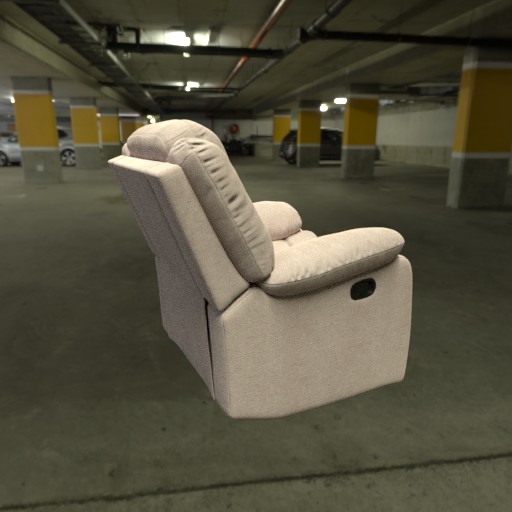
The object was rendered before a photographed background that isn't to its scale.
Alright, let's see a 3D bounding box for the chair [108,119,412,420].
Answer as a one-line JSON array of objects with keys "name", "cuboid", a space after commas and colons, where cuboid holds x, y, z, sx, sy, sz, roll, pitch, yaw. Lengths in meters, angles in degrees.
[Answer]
[{"name": "chair", "cuboid": [0.000, 0.000, 1.735, 0.944, 1.008, 0.899, -7, 16, -26]}]
